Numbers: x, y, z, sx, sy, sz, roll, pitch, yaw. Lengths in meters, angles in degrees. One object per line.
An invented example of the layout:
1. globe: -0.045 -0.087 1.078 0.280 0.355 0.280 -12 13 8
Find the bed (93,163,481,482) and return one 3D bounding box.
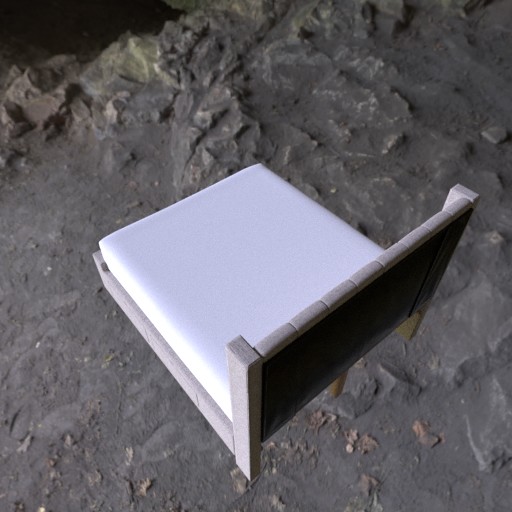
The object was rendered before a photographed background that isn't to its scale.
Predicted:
1. bed: 0.000 0.000 3.799 2.044 1.748 2.372 -31 54 -26
